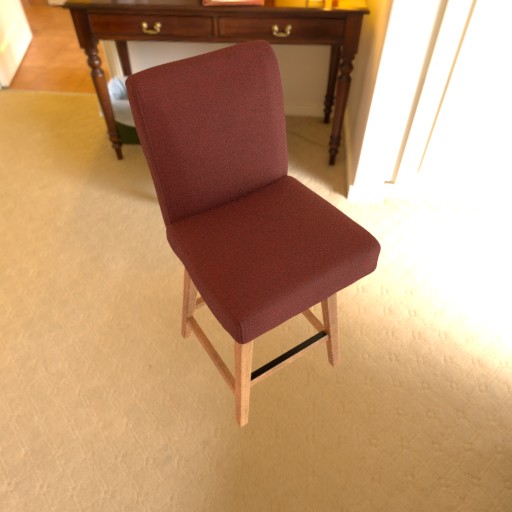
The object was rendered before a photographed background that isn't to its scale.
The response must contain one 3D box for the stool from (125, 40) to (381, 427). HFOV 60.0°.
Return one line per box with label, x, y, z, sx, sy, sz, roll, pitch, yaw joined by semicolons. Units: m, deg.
stool;0.000;0.000;1.351;0.468;1.038;0.562;-26;53;-22
